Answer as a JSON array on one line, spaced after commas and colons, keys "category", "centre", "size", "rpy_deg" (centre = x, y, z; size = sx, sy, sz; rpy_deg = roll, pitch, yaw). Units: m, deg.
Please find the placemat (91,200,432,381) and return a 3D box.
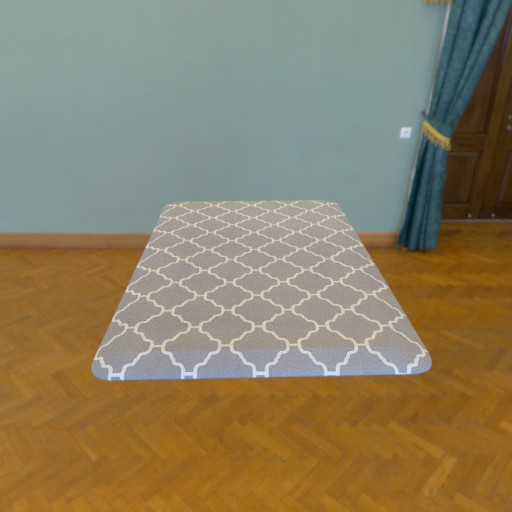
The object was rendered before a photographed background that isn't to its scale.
[{"category": "placemat", "centre": [0.000, 0.000, 0.970], "size": [0.508, 0.021, 0.762], "rpy_deg": [-1, 26, -2]}]
